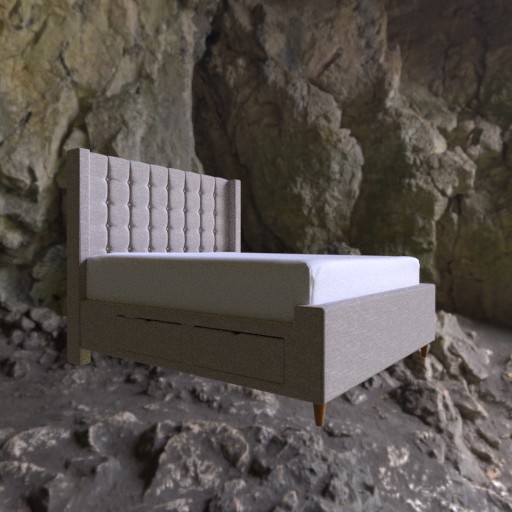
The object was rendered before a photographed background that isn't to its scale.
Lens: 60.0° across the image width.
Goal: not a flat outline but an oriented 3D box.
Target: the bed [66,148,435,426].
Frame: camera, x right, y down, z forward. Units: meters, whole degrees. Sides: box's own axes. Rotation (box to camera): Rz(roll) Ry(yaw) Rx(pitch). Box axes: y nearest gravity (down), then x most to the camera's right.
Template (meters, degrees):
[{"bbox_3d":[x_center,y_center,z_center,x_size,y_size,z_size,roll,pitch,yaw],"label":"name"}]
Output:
[{"bbox_3d":[0.000,0.000,3.740,2.372,1.748,2.044,0,1,37],"label":"bed"}]
